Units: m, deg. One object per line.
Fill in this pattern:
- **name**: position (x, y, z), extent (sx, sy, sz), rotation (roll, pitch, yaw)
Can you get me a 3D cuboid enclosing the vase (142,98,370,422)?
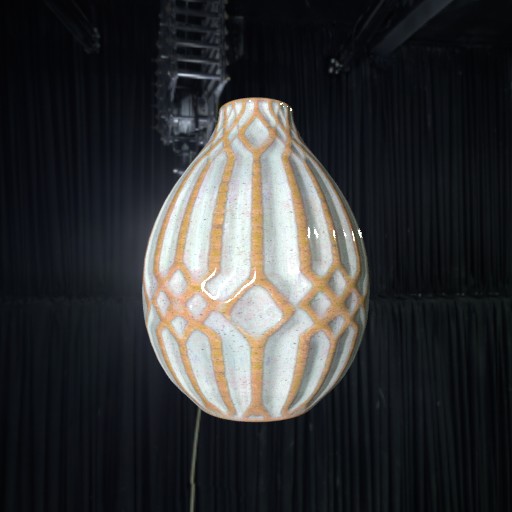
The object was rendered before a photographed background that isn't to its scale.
- **vase**: position (0.000, 0.000, 0.264), extent (0.131, 0.175, 0.131), rotation (0, -1, 0)
